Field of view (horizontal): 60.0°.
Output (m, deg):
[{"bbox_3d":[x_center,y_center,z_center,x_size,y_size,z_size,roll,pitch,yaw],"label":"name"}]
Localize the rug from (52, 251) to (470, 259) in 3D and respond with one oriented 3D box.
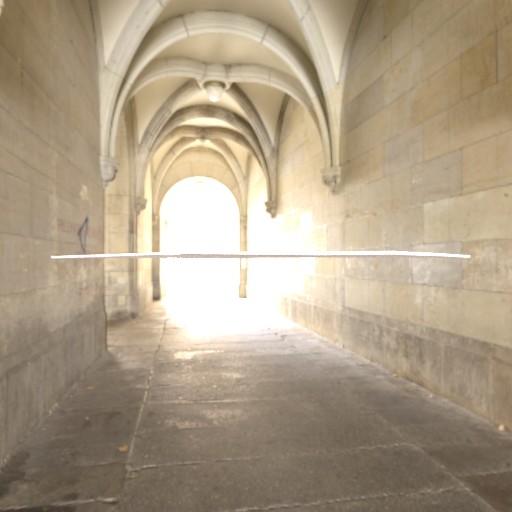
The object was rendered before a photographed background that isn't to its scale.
[{"bbox_3d":[0.000,0.000,2.280,1.820,0.022,1.179,-1,-1,36],"label":"rug"}]
